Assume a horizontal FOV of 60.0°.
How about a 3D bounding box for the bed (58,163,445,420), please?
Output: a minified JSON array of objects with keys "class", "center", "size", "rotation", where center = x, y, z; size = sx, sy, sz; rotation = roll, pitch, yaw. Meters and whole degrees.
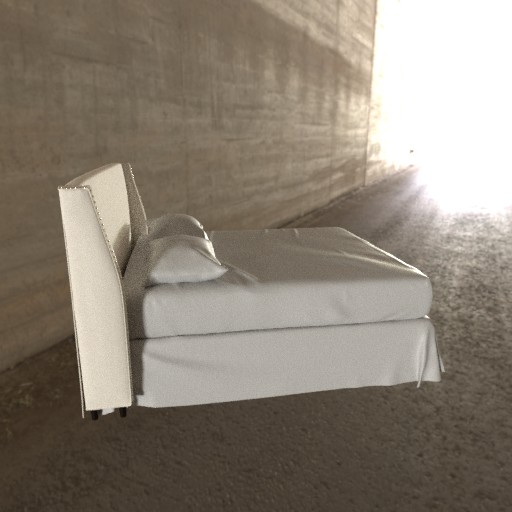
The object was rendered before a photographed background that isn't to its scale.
[{"class":"bed","center":[0.000,0.000,3.367],"size":[2.276,1.332,1.925],"rotation":[-3,16,-9]}]
